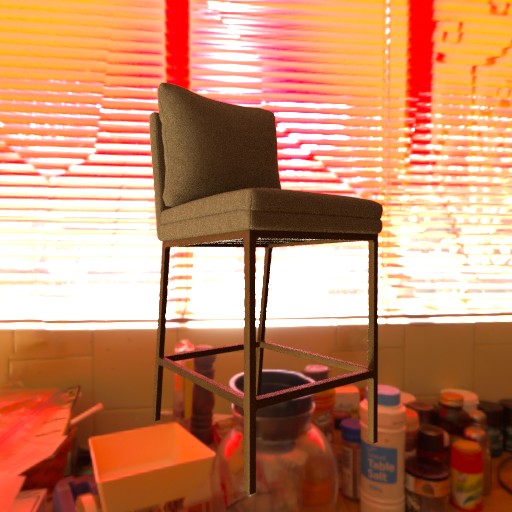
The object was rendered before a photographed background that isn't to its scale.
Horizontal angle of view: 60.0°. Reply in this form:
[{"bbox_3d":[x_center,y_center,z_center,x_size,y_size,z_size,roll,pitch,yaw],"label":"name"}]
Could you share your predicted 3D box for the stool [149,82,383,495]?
[{"bbox_3d":[0.000,0.000,1.305,0.463,1.031,0.569,-1,1,-37],"label":"stool"}]
